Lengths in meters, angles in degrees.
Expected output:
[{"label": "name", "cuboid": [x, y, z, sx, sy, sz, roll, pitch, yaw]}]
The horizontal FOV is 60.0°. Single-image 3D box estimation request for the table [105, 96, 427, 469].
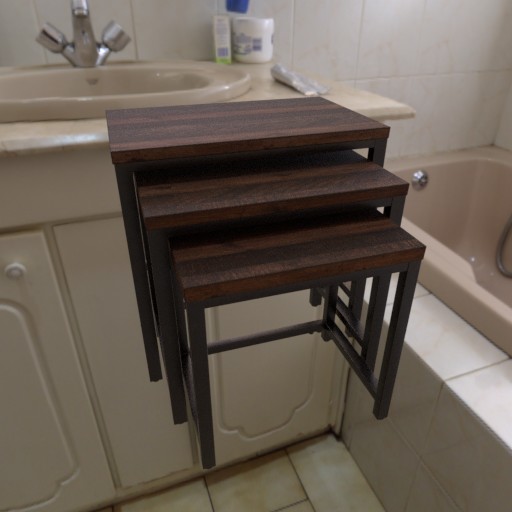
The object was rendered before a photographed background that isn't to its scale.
[{"label": "table", "cuboid": [0.000, 0.000, 1.111, 0.608, 0.616, 0.660, -9, 31, -15]}]
